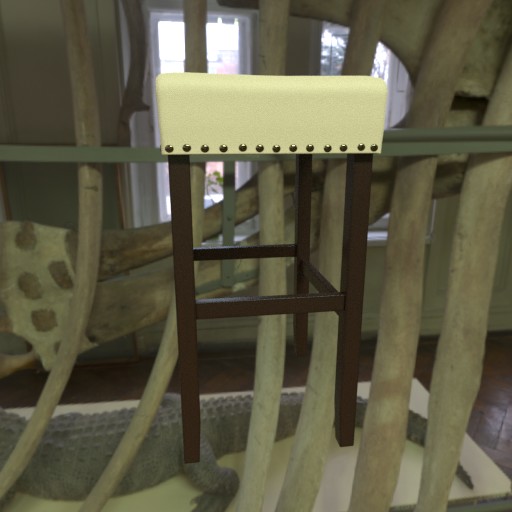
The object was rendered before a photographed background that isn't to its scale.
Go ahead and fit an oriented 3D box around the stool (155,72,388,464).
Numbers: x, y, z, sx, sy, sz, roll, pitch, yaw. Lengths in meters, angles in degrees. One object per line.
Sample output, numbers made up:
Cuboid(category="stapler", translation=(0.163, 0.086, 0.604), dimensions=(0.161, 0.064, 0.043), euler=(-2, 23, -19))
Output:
Cuboid(category="stool", translation=(0.000, 0.000, 1.054), dimensions=(0.401, 0.762, 0.471), euler=(-2, 16, -8))
